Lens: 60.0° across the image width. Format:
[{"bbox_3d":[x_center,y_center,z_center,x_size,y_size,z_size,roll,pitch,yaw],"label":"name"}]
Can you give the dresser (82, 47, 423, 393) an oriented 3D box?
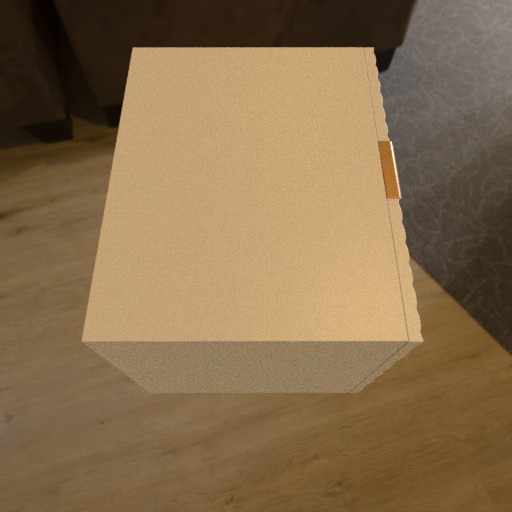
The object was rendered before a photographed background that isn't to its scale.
[{"bbox_3d":[0.000,0.000,0.889,0.414,0.568,0.503,0,64,0],"label":"dresser"}]
